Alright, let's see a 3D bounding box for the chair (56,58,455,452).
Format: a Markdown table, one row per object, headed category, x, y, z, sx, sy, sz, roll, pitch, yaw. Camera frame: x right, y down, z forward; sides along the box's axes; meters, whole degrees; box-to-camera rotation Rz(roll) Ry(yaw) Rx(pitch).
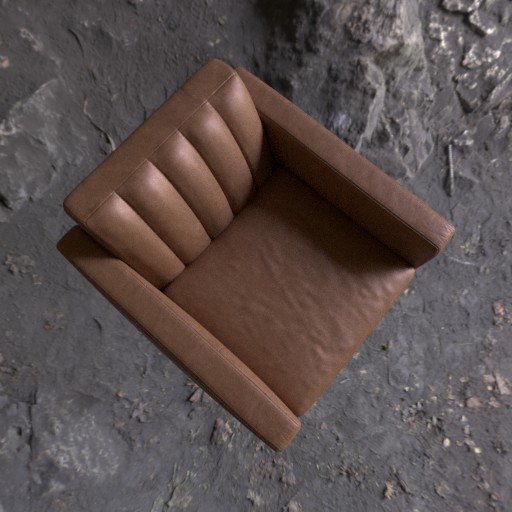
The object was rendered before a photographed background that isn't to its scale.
| category | x | y | z | sx | sy | sz | roll | pitch | yaw |
| --- | --- | --- | --- | --- | --- | --- | --- | --- | --- |
| chair | 0.000 | 0.000 | 1.666 | 0.998 | 0.819 | 0.953 | 40 | 79 | 9 |
